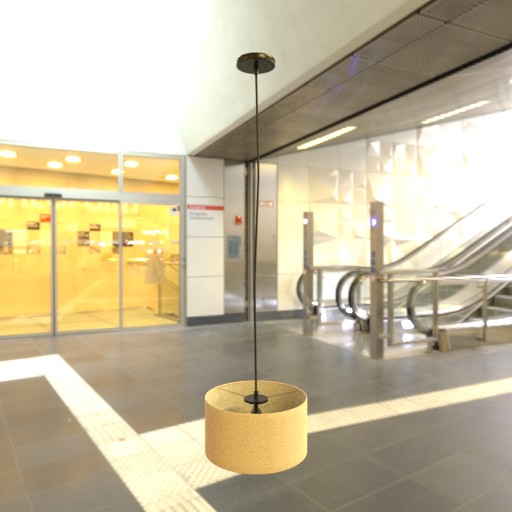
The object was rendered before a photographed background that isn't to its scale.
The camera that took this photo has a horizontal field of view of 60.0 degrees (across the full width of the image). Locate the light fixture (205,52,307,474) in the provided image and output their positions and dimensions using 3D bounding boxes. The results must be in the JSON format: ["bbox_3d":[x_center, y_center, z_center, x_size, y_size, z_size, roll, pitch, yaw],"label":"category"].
[{"bbox_3d":[0.000,0.000,1.732,0.399,1.516,0.399,0,1,0],"label":"light fixture"}]
